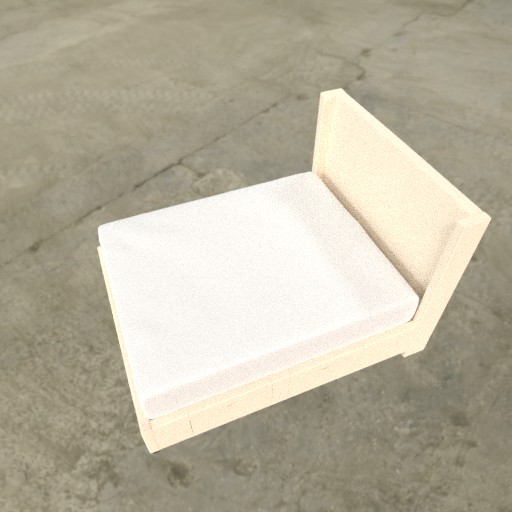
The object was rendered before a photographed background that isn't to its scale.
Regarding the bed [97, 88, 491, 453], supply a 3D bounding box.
[{"bbox_3d":[0.000,0.000,3.393,2.280,1.471,1.765,-17,49,-15],"label":"bed"}]
